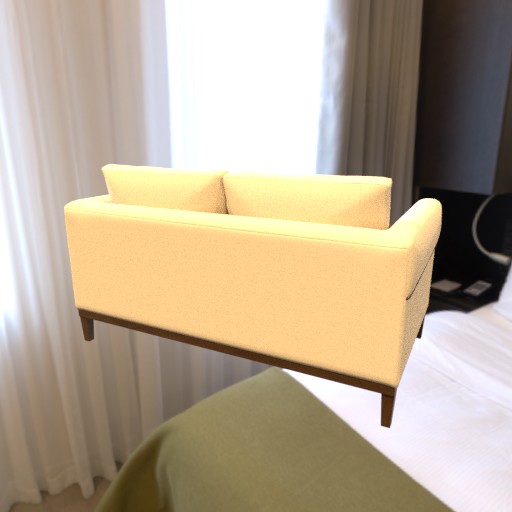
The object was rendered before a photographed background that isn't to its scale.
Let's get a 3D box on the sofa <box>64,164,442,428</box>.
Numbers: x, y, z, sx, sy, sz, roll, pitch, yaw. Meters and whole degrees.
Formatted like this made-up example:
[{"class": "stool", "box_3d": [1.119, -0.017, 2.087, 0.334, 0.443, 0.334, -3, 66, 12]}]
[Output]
[{"class": "sofa", "box_3d": [0.000, 0.000, 2.170, 1.598, 0.873, 0.905, 8, 18, 26]}]
